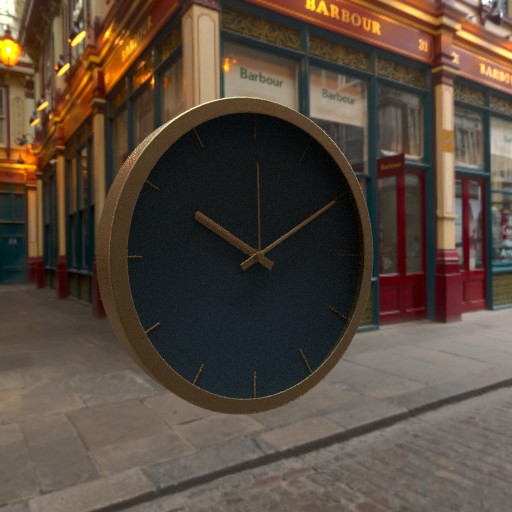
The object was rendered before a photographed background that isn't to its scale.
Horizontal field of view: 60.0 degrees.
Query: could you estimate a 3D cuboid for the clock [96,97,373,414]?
[{"bbox_3d":[0.000,0.000,0.461,0.314,0.314,0.040,0,1,-34],"label":"clock"}]
